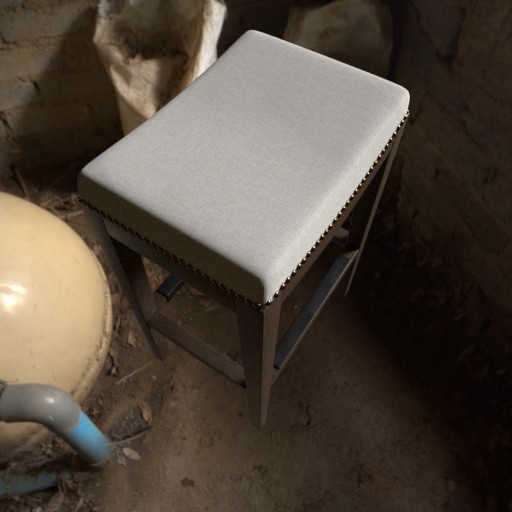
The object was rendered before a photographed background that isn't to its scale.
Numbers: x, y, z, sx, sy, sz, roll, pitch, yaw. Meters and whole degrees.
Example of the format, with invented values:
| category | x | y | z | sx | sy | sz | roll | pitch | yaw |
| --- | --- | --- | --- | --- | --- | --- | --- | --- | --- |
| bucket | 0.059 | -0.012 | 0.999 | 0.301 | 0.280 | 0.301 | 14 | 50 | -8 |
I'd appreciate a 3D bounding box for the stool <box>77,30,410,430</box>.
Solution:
| category | x | y | z | sx | sy | sz | roll | pitch | yaw |
| --- | --- | --- | --- | --- | --- | --- | --- | --- | --- |
| stool | 0.000 | 0.000 | 1.014 | 0.358 | 0.759 | 0.498 | 30 | 62 | 17 |
